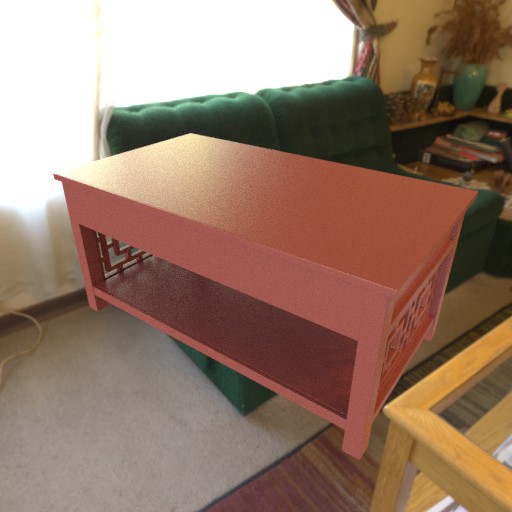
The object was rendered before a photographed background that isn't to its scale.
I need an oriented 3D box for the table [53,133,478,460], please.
[{"bbox_3d":[0.000,0.000,1.394,1.068,0.493,0.612,20,35,31],"label":"table"}]
